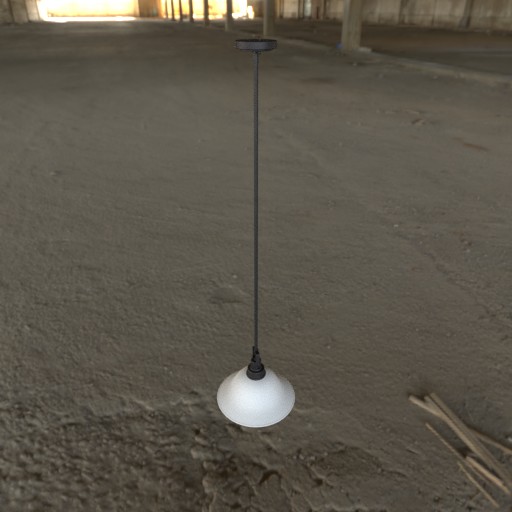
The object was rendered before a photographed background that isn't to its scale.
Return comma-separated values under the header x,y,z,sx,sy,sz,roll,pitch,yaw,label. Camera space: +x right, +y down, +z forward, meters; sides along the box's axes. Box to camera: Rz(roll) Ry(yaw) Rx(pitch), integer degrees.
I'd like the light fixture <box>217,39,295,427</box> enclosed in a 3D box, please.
x,y,z,sx,sy,sz,roll,pitch,yaw,label
0.000,0.000,1.525,0.324,1.337,0.324,-8,30,-13,light fixture
